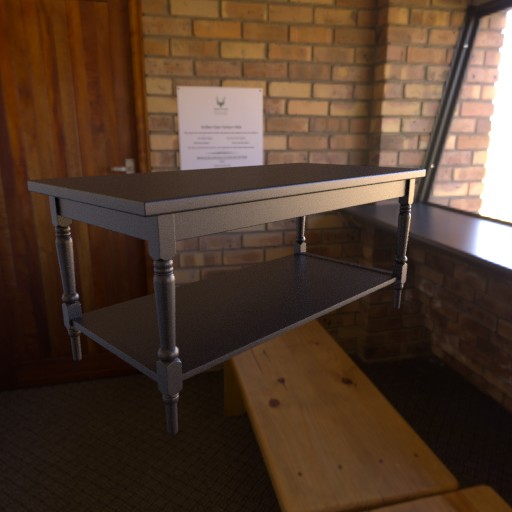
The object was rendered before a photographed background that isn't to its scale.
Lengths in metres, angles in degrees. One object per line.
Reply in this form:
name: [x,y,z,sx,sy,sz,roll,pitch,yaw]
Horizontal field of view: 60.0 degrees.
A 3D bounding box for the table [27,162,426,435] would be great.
table: [0.000,0.000,1.391,0.550,0.510,1.107,14,21,43]
